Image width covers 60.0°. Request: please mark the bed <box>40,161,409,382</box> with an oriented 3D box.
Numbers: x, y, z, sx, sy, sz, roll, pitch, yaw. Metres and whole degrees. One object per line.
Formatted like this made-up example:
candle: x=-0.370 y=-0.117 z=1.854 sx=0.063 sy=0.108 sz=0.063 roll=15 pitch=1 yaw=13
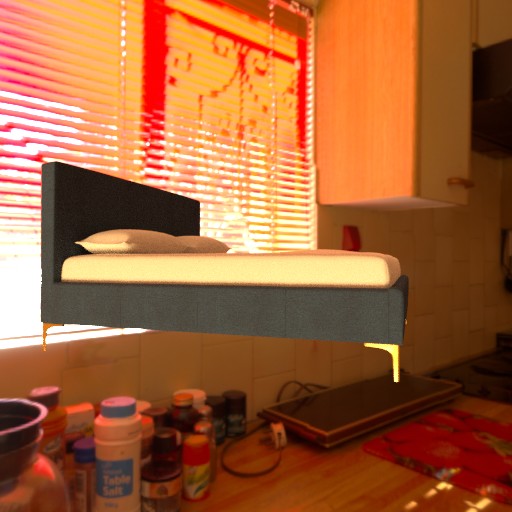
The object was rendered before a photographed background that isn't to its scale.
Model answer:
bed: x=0.000 y=0.000 z=3.463 sx=2.232 sy=1.231 sz=2.096 roll=0 pitch=-1 yaw=20
